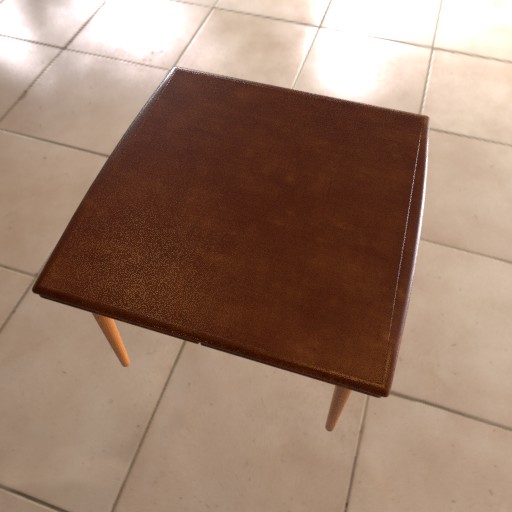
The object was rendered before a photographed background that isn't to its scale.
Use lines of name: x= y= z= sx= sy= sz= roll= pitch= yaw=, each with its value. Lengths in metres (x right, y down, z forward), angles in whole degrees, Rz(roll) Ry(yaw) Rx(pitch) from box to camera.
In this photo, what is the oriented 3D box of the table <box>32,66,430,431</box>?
table: x=0.000 y=0.000 z=1.662 sx=0.991 sy=0.754 sz=0.991 roll=15 pitch=60 yaw=9
